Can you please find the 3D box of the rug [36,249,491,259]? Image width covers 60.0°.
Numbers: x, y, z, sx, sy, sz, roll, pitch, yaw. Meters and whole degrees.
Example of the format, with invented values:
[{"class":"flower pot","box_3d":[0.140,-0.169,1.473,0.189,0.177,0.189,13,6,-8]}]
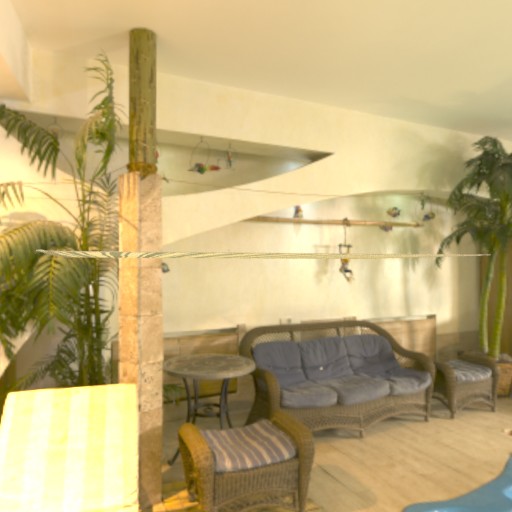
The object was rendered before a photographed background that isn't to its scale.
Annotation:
[{"class":"rug","box_3d":[0.000,0.000,2.474,2.084,0.009,1.222,0,-1,-18]}]
